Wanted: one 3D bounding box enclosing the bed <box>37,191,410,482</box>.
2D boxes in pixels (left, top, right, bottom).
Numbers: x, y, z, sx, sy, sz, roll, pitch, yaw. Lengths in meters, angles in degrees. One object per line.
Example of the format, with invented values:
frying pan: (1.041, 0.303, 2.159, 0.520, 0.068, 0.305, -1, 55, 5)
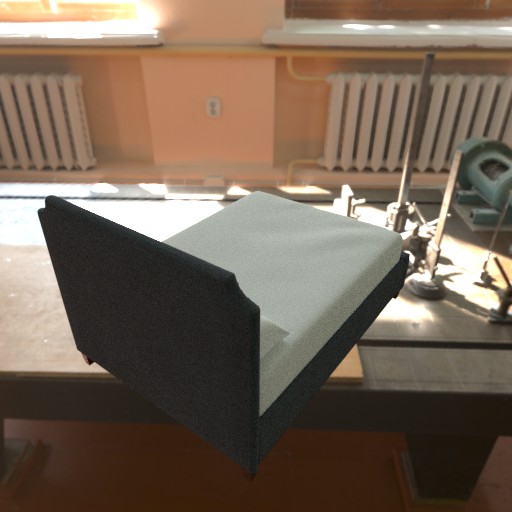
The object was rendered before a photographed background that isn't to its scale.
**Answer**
bed: (0.000, 0.000, 3.431, 1.713, 1.443, 2.372, 22, 38, 31)
